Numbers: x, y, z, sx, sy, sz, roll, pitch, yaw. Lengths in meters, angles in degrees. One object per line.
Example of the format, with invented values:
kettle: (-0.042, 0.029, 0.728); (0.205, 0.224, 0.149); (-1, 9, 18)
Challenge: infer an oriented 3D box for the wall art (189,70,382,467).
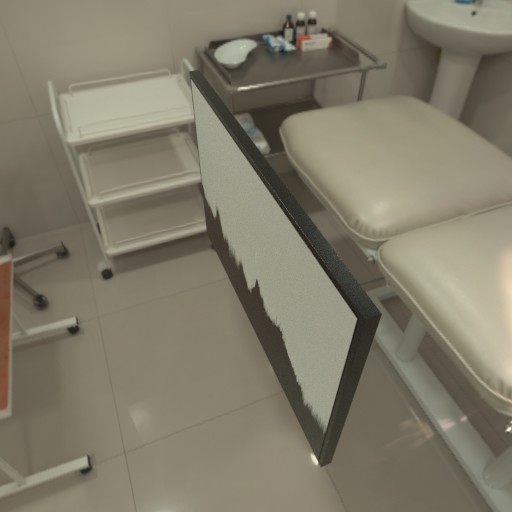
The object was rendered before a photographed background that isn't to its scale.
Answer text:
wall art: (0.000, 0.000, 0.843); (0.022, 0.446, 0.659); (-16, 48, -15)
